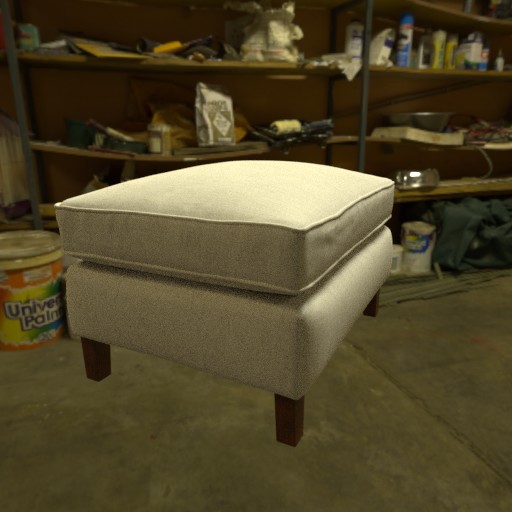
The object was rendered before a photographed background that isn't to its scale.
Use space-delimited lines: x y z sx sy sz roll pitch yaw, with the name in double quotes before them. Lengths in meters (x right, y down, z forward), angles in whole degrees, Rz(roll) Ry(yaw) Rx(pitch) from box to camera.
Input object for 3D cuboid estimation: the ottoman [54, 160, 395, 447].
"ottoman" 0.000 0.000 0.972 0.501 0.406 0.665 8 17 26
